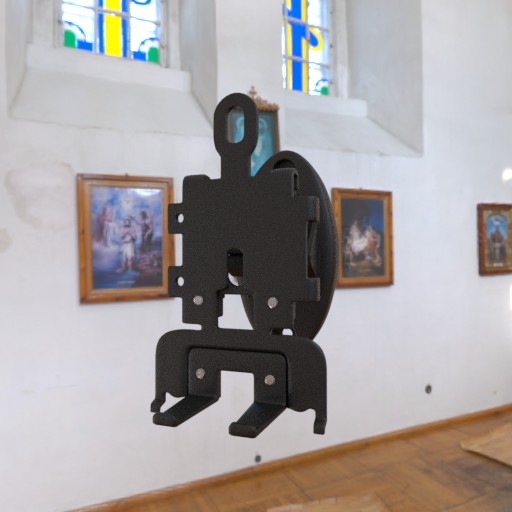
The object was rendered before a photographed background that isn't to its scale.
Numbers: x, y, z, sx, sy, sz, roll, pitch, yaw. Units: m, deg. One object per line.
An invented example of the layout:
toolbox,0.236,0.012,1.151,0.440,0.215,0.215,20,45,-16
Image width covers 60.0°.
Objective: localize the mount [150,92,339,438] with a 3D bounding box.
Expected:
mount,0.000,0.000,0.182,0.066,0.118,0.100,0,-1,19
